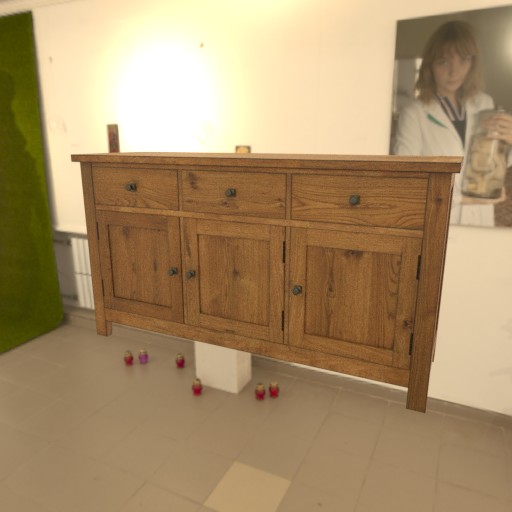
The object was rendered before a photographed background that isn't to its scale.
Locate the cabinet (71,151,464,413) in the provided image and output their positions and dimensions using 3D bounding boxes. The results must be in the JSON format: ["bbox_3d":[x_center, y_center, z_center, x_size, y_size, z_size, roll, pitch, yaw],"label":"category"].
[{"bbox_3d":[0.000,0.000,1.835,1.474,0.813,0.480,7,16,24],"label":"cabinet"}]
